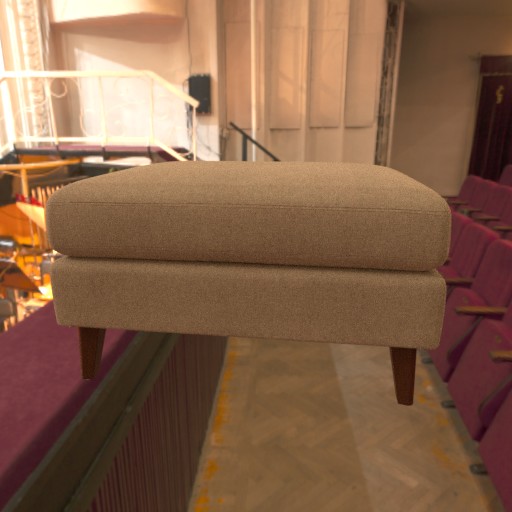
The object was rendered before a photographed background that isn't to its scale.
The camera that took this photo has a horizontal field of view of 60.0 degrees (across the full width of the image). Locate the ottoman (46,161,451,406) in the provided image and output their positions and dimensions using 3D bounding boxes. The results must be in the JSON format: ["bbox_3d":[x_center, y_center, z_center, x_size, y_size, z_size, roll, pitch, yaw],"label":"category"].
[{"bbox_3d":[0.000,0.000,1.184,0.823,0.478,0.610,2,16,8],"label":"ottoman"}]
